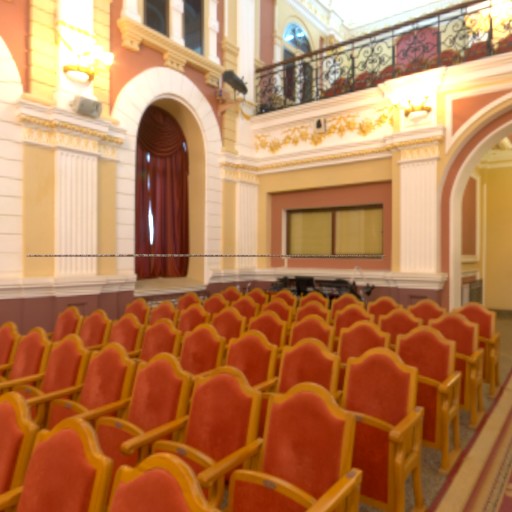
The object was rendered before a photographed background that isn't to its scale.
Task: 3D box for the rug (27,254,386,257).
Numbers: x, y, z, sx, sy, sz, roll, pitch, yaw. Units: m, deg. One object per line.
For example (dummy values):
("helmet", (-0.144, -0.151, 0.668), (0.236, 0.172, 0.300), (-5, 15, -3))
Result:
("rug", (0.000, 0.000, 2.541), (0.686, 0.008, 2.286), (0, 0, 37))
